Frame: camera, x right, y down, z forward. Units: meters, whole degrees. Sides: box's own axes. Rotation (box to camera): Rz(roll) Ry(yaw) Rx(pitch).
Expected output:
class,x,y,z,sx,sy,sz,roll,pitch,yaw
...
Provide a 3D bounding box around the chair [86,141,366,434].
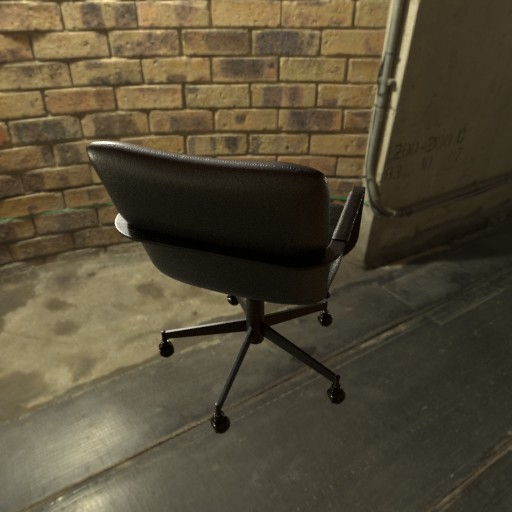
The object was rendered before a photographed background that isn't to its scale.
class,x,y,z,sx,sy,sz,roll,pitch,yaw
chair,0.000,0.000,1.463,0.719,0.922,0.748,11,34,17
